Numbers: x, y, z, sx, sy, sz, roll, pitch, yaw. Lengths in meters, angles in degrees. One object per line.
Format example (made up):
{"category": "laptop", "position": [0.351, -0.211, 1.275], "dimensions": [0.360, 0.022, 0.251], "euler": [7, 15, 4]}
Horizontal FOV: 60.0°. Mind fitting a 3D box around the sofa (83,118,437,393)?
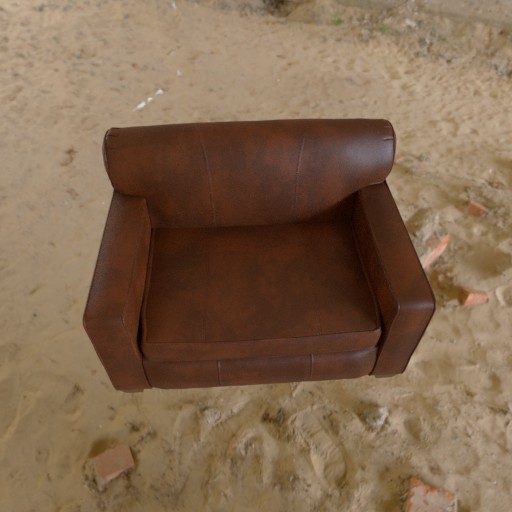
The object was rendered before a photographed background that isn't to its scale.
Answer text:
{"category": "sofa", "position": [0.000, 0.000, 2.118], "dimensions": [1.413, 0.956, 1.000], "euler": [-3, 47, -2]}
